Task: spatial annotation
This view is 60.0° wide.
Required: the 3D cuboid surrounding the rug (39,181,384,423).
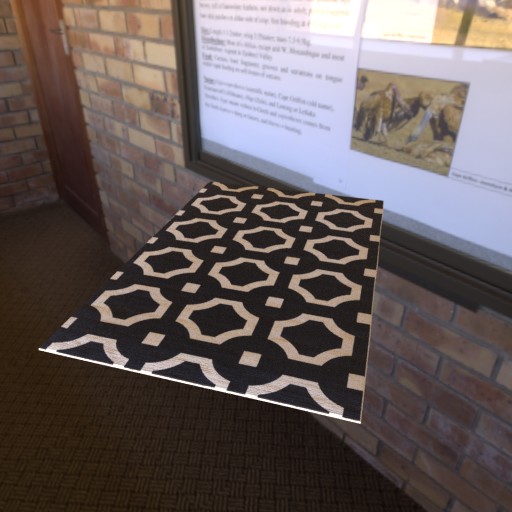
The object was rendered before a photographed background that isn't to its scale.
[{"bbox_3d":[0.000,0.000,2.925,1.555,0.016,2.286,8,32,14],"label":"rug"}]
